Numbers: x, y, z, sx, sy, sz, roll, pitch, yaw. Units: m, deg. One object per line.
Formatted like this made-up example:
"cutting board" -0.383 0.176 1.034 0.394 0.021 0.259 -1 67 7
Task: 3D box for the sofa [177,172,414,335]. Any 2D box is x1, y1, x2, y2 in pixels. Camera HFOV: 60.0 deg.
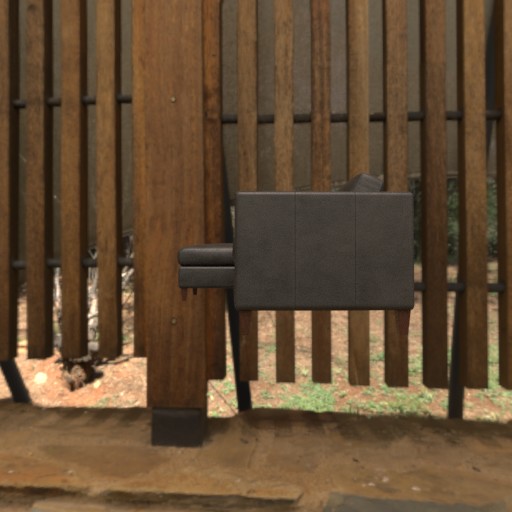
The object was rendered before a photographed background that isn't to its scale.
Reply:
"sofa" 0.000 0.000 3.870 1.581 0.883 3.203 0 -1 -1
